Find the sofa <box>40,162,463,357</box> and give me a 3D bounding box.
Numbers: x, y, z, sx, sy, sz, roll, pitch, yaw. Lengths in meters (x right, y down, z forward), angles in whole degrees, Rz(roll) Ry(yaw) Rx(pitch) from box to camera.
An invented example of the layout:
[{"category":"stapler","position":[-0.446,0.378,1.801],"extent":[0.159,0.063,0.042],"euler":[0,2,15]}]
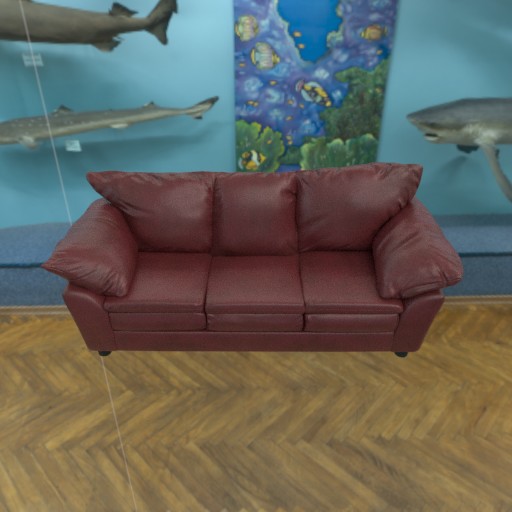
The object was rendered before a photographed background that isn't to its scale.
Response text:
[{"category":"sofa","position":[0.000,0.000,2.907],"extent":[2.390,1.091,0.907],"euler":[0,30,0]}]
